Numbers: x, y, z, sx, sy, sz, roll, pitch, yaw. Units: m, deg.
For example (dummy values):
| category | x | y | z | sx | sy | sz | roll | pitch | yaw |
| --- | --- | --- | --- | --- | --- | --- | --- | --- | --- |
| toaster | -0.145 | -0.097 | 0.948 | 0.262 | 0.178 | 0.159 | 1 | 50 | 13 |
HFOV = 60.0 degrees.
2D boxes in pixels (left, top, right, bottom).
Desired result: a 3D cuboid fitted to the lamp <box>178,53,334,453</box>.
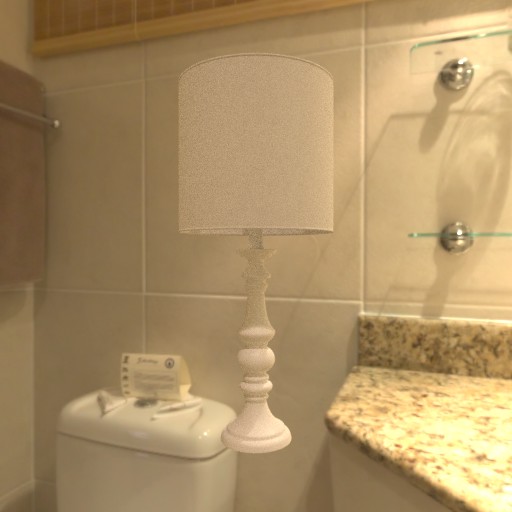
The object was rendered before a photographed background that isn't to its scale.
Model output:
| category | x | y | z | sx | sy | sz | roll | pitch | yaw |
| --- | --- | --- | --- | --- | --- | --- | --- | --- | --- |
| lamp | 0.000 | 0.000 | 0.727 | 0.250 | 0.597 | 0.250 | 0 | 1 | -17 |
